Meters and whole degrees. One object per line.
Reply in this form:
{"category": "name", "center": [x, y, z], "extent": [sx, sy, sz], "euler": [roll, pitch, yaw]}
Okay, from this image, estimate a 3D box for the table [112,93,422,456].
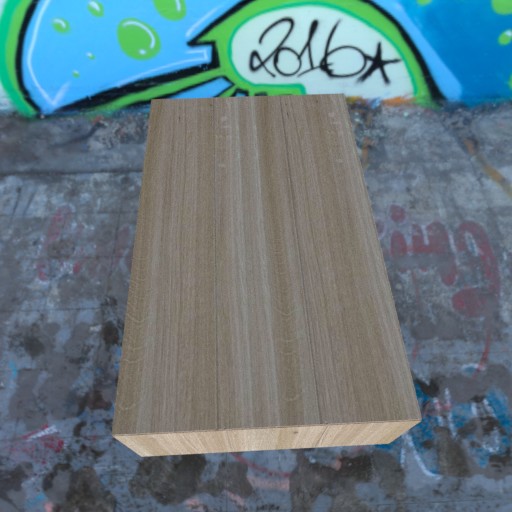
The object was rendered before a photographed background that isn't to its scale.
{"category": "table", "center": [0.000, 0.000, 1.410], "extent": [0.678, 0.353, 1.110], "euler": [-2, 58, -1]}
